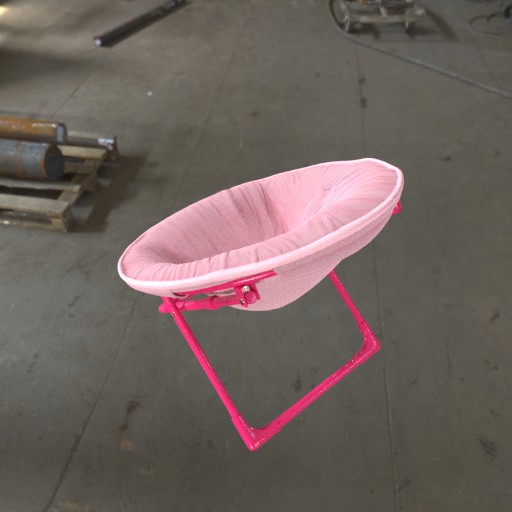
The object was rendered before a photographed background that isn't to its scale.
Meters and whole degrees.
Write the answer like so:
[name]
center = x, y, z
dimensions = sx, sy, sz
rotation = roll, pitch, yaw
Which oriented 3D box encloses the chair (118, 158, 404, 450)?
[chair]
center = 0.000, 0.000, 0.885
dimensions = 0.522, 0.494, 0.459
rotation = -30, 53, -26
